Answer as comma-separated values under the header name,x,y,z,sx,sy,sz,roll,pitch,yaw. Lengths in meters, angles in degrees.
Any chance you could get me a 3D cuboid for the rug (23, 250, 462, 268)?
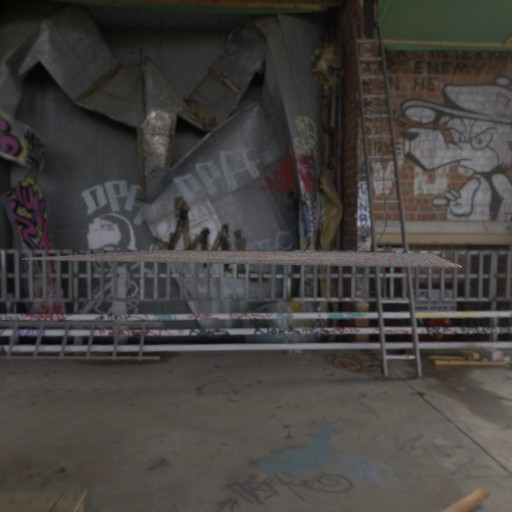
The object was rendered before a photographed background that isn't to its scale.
name,x,y,z,sx,sy,sz,roll,pitch,yaw
rug,0.000,0.000,3.694,2.890,0.013,2.005,1,3,18
